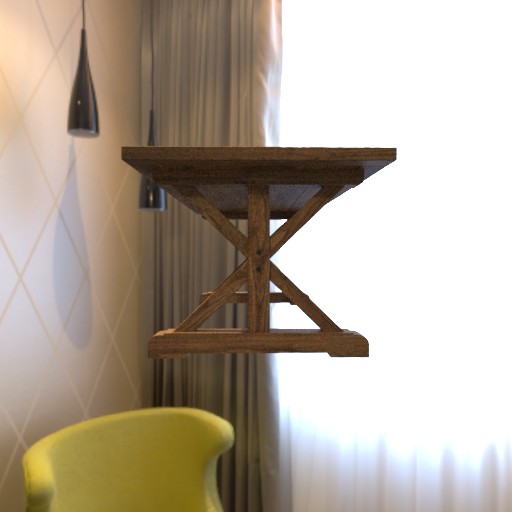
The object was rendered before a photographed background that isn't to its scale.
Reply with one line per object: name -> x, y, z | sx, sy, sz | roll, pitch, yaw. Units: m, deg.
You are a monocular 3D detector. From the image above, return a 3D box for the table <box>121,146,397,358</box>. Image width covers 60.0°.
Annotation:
table -> 0.000, 0.000, 2.473 | 0.907, 0.733, 2.031 | 0, 0, -1
